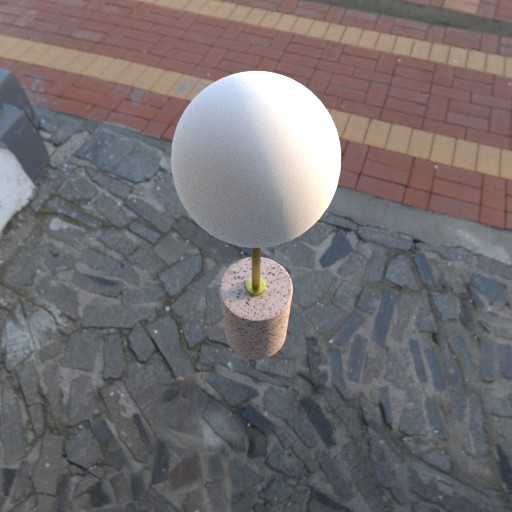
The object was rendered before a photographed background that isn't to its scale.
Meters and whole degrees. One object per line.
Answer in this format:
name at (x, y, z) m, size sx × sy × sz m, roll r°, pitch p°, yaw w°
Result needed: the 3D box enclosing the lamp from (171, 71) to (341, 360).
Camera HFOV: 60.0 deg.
lamp at (0.000, 0.000, 0.545) m, size 0.153 × 0.480 × 0.153 m, roll 0°, pitch 58°, yaw 0°
